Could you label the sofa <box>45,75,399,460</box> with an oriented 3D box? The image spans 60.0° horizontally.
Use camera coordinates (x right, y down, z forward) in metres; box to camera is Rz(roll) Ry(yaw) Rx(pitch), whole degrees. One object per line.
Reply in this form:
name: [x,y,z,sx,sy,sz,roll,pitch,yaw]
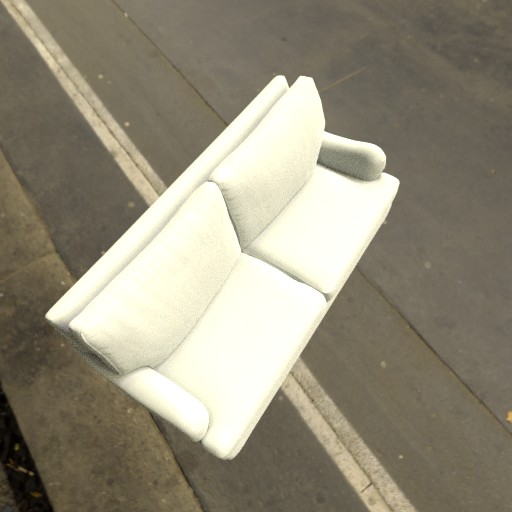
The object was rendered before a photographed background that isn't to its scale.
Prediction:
sofa: [0.000,0.000,2.789,1.069,1.096,2.193,30,64,16]
